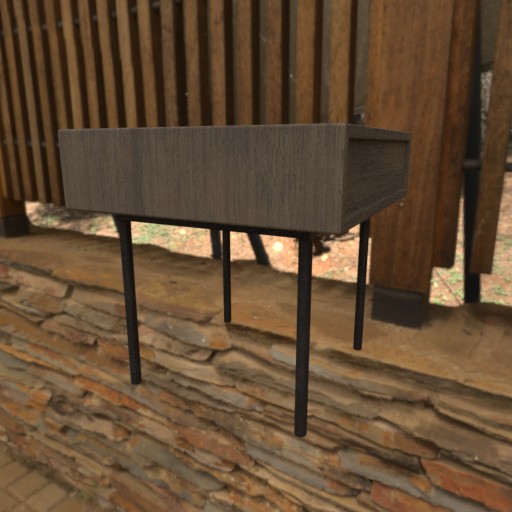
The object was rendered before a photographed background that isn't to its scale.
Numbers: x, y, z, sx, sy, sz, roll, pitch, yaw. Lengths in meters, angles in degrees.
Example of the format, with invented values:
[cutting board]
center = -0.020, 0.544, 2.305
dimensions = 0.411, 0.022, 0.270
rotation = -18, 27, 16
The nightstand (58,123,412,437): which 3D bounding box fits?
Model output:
[nightstand]
center = 0.000, 0.000, 0.916
dimensions = 0.503, 0.497, 0.502
rotation = 7, 16, 27
